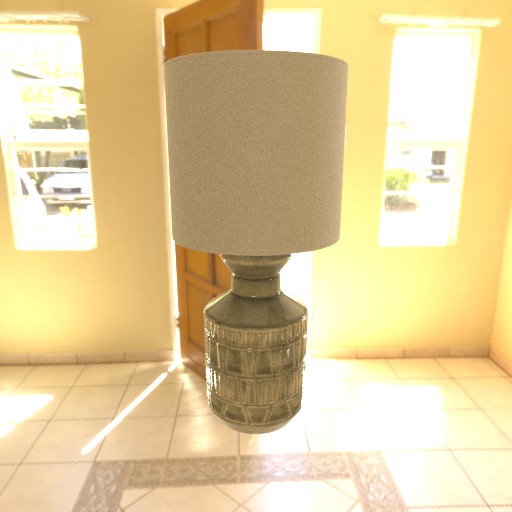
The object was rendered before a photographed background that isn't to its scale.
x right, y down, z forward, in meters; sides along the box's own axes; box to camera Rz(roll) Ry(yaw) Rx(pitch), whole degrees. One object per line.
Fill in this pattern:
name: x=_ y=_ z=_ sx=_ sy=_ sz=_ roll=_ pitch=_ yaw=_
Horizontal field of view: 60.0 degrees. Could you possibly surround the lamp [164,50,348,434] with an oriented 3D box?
lamp: x=0.000 y=0.000 z=0.574 sx=0.211 sy=0.455 sz=0.211 roll=-3 pitch=15 yaw=-11
